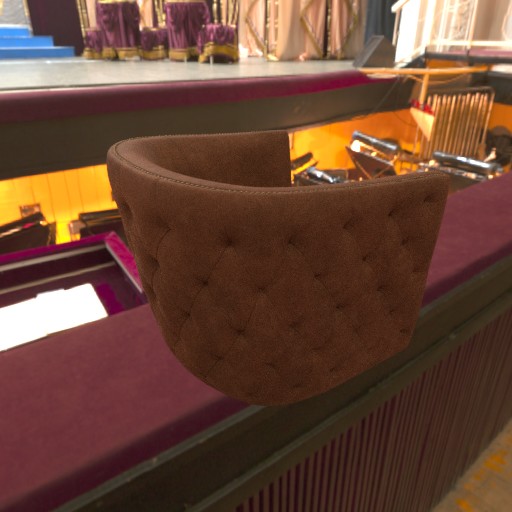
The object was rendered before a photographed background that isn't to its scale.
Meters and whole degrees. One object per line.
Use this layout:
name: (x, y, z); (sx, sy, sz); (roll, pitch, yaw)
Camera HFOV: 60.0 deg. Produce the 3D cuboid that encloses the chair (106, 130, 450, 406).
chair: (0.000, 0.000, 1.539); (0.870, 0.790, 0.850); (-18, 32, -31)
